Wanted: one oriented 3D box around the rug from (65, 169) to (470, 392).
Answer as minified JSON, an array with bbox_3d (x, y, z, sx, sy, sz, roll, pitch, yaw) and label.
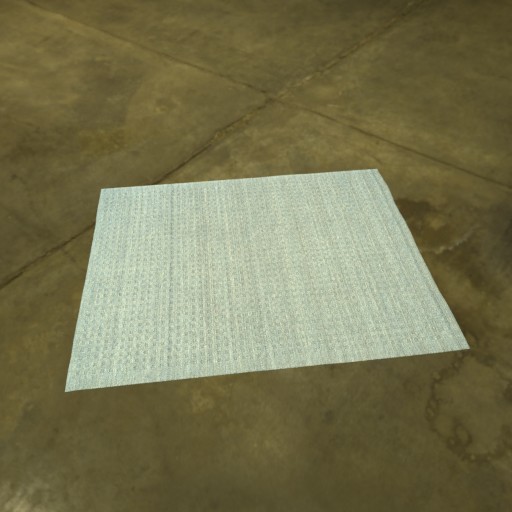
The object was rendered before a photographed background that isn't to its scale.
[{"bbox_3d":[0.000,0.000,4.277,3.200,0.007,2.443,-5,48,-5],"label":"rug"}]
